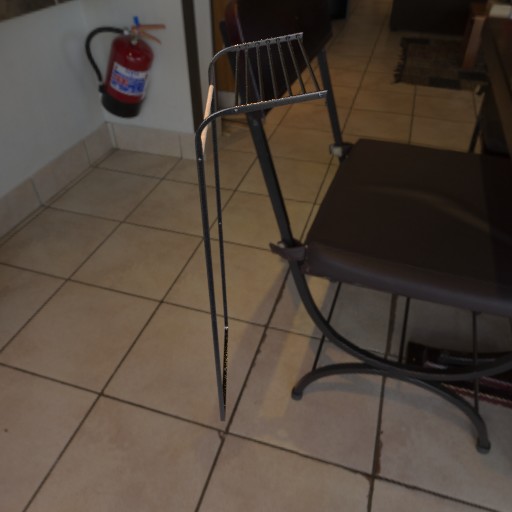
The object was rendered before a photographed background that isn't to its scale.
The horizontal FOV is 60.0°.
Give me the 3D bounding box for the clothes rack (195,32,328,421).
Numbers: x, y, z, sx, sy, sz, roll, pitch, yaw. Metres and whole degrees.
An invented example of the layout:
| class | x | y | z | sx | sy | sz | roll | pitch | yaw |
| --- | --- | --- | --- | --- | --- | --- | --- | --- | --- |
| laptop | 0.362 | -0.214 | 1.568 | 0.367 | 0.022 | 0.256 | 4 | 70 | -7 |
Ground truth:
| class | x | y | z | sx | sy | sz | roll | pitch | yaw |
| --- | --- | --- | --- | --- | --- | --- | --- | --- | --- |
| clothes rack | 0.000 | 0.000 | 1.849 | 0.349 | 1.574 | 0.609 | -1 | 39 | -1 |
